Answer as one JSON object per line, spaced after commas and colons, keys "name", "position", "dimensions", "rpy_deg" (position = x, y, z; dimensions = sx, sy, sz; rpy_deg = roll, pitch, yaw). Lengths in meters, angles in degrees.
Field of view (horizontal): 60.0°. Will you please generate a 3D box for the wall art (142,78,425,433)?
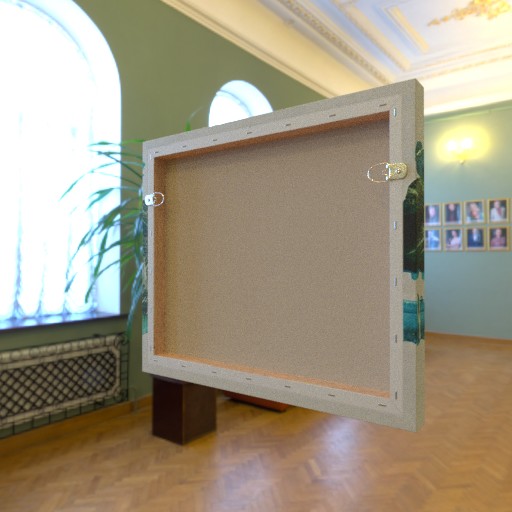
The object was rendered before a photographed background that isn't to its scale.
{"name": "wall art", "position": [0.000, 0.000, 0.704], "dimensions": [0.507, 0.435, 0.041], "rpy_deg": [0, -1, 36]}
